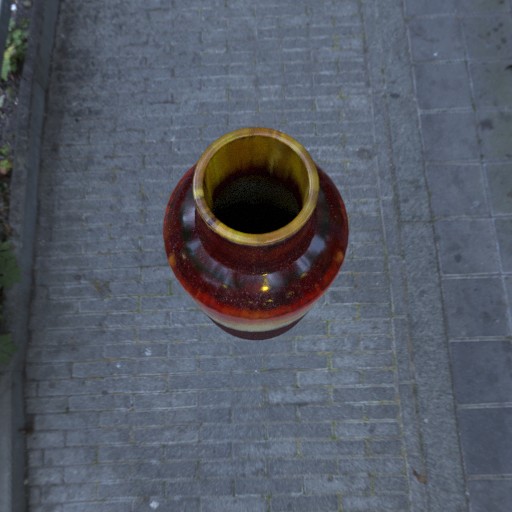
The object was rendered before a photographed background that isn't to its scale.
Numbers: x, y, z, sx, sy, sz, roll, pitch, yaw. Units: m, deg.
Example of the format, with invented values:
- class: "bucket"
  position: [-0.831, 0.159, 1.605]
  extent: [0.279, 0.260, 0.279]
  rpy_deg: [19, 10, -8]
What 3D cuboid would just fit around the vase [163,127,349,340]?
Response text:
- class: "vase"
  position: [0.000, 0.000, 0.325]
  extent: [0.111, 0.261, 0.111]
  rpy_deg: [0, 75, 0]
